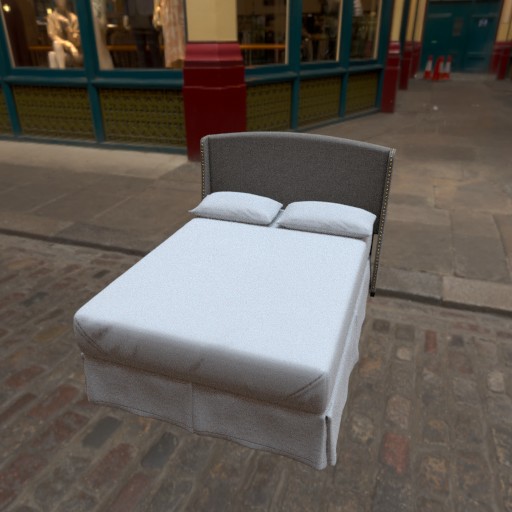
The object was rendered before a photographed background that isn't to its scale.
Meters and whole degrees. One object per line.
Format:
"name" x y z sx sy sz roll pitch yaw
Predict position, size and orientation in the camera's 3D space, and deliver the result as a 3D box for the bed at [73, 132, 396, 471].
"bed" 0.000 0.000 3.290 1.710 1.407 2.237 9 28 17
